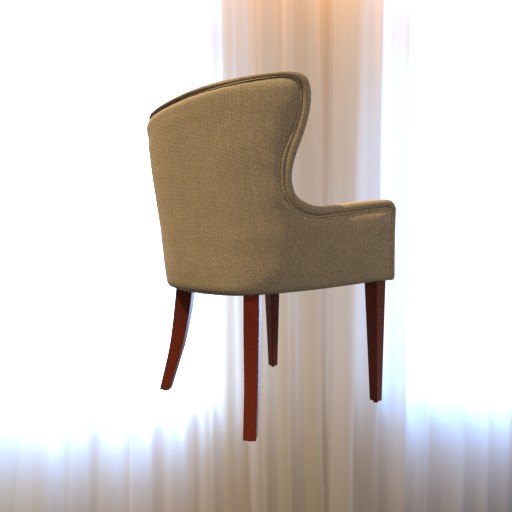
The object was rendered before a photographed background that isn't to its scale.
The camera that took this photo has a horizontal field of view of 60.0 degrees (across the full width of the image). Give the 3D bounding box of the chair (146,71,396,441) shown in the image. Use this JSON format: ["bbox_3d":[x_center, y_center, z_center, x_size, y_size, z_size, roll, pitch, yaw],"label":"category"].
[{"bbox_3d":[0.000,0.000,1.479,0.677,0.948,0.732,-1,2,-37],"label":"chair"}]
